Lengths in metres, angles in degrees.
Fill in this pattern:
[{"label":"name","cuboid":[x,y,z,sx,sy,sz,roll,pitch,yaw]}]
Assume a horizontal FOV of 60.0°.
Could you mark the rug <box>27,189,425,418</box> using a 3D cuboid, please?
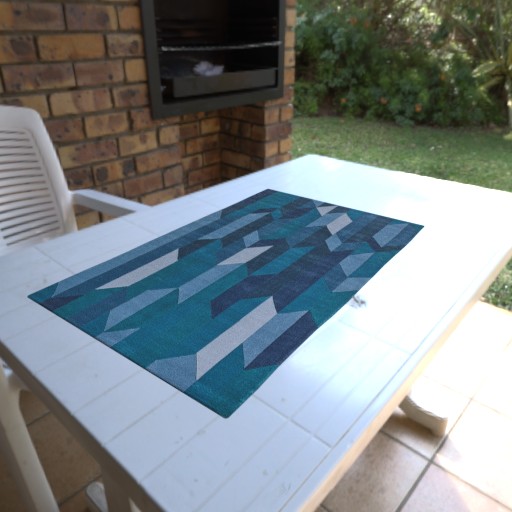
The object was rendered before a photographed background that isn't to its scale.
[{"label":"rug","cuboid":[0.000,0.000,3.032,1.528,0.005,2.420,19,33,32]}]
